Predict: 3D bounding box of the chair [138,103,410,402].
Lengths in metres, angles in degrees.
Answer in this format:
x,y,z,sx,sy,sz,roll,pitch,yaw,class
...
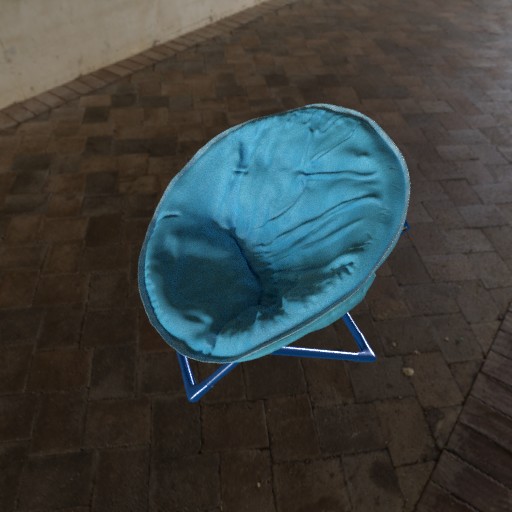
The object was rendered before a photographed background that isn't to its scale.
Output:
x,y,z,sx,sy,sz,roll,pitch,yaw,class
0.000,0.000,0.877,0.465,0.478,0.520,-15,47,-14,chair
